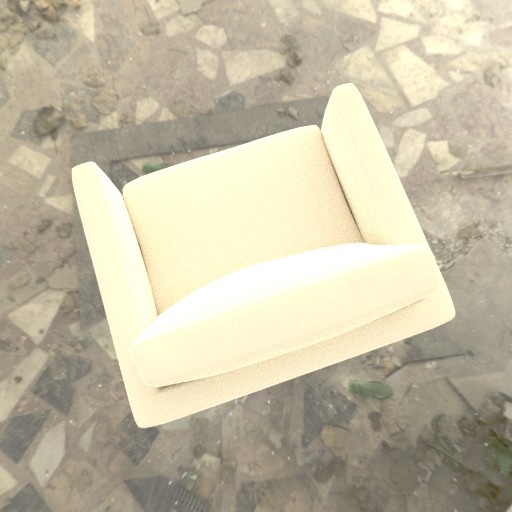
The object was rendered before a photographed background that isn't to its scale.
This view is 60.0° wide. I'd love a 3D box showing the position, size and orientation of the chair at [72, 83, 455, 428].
[{"bbox_3d":[0.000,0.000,1.616,1.019,0.885,0.878,-18,78,-4],"label":"chair"}]
